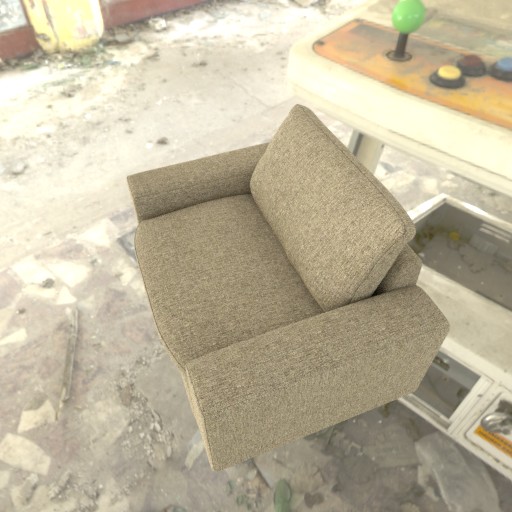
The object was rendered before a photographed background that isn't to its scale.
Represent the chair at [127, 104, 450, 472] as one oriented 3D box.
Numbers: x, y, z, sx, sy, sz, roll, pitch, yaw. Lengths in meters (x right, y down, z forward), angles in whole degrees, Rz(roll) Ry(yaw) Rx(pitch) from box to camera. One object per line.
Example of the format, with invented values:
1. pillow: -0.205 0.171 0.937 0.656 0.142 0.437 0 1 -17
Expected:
1. chair: 0.000 0.000 2.049 1.039 0.915 1.398 -16 49 -15
